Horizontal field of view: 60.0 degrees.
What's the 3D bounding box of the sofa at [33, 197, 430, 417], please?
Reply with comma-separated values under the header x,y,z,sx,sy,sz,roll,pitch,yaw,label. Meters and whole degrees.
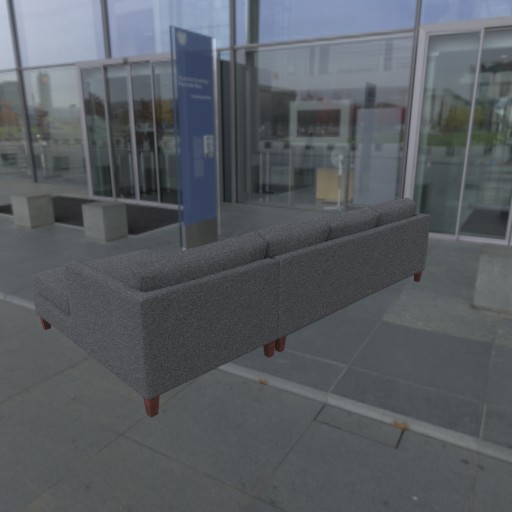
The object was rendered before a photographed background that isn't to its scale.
x,y,z,sx,sy,sz,roll,pitch,yaw,label
0.000,0.000,3.846,3.186,0.846,1.625,-15,22,-42,sofa
